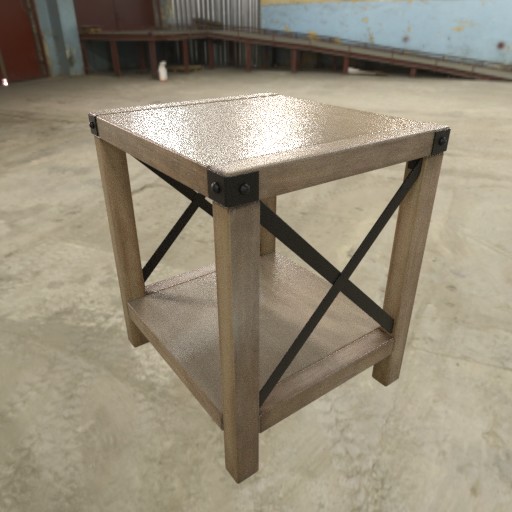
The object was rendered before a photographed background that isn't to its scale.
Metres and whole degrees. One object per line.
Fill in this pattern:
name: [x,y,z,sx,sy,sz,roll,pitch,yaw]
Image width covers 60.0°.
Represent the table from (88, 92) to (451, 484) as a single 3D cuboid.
table: [0.000,0.000,0.927,0.459,0.561,0.510,-19,33,-31]
